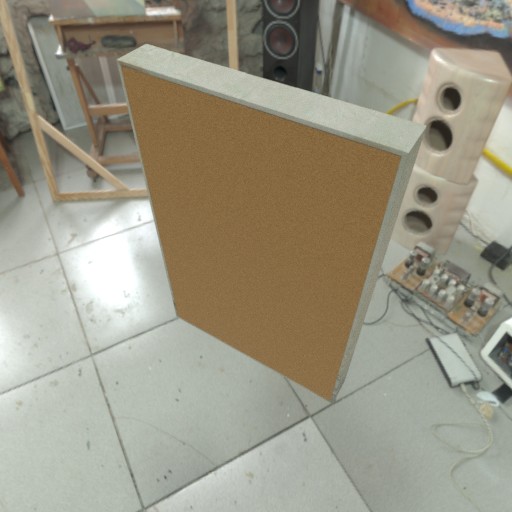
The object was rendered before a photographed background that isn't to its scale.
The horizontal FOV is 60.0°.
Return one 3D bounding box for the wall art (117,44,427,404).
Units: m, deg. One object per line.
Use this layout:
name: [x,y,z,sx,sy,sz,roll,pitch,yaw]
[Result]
wall art: [0.000,0.000,0.481,0.254,0.381,0.038,25,53,21]
